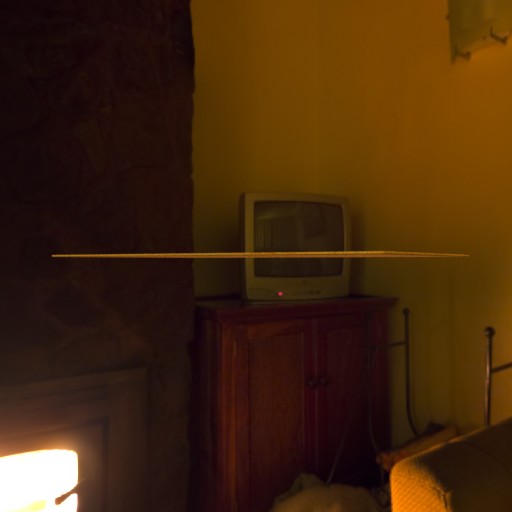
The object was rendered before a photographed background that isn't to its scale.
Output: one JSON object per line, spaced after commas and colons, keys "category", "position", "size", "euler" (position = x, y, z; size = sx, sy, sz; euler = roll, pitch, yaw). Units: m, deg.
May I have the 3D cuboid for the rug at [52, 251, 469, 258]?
{"category": "rug", "position": [0.000, 0.000, 2.325], "size": [1.829, 0.010, 1.213], "euler": [0, -1, 36]}
